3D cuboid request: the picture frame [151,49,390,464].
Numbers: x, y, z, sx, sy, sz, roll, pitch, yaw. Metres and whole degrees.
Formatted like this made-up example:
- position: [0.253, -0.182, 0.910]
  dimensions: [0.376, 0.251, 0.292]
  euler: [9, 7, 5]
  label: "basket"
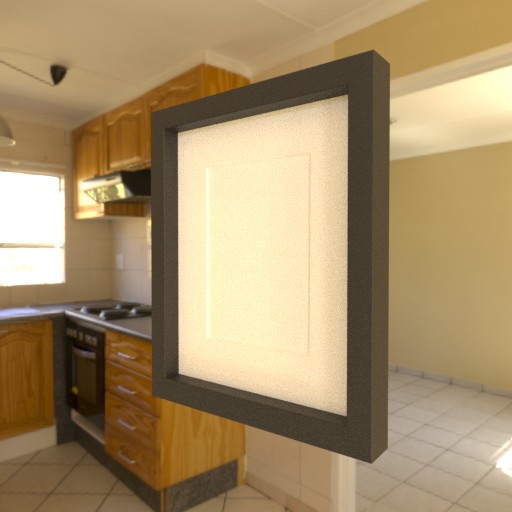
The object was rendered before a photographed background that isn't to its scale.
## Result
- position: [0.000, 0.000, 0.390]
  dimensions: [0.232, 0.284, 0.042]
  euler: [1, 1, 37]
  label: "picture frame"
